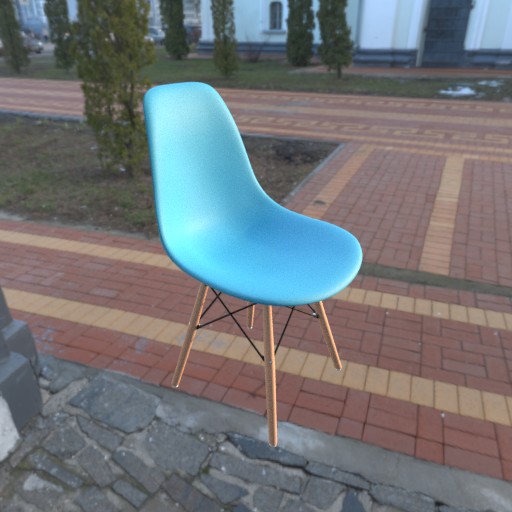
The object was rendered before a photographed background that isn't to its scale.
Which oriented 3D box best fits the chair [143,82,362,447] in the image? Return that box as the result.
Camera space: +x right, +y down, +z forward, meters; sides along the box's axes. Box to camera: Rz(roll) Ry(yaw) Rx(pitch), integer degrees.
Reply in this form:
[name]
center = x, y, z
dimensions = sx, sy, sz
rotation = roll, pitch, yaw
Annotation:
[chair]
center = 0.000, 0.000, 1.178
dimensions = 0.531, 0.826, 0.470
rotation = 19, 33, 32
